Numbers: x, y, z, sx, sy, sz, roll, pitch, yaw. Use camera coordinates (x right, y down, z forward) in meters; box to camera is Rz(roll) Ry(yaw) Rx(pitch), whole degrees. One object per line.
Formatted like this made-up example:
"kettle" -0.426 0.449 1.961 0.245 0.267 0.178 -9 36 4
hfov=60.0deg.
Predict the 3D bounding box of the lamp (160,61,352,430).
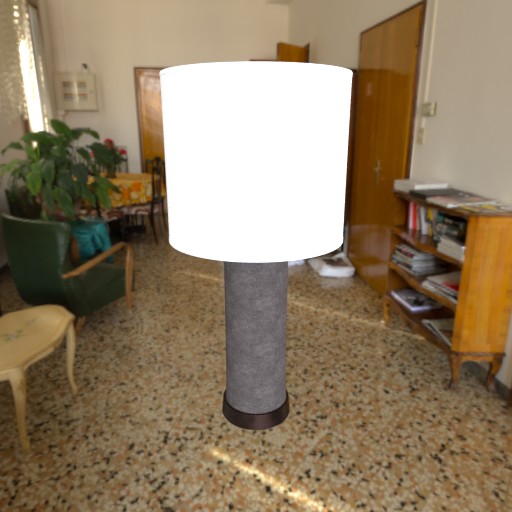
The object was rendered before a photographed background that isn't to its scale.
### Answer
"lamp" 0.000 0.000 0.791 0.301 0.630 0.301 -16 23 -42
